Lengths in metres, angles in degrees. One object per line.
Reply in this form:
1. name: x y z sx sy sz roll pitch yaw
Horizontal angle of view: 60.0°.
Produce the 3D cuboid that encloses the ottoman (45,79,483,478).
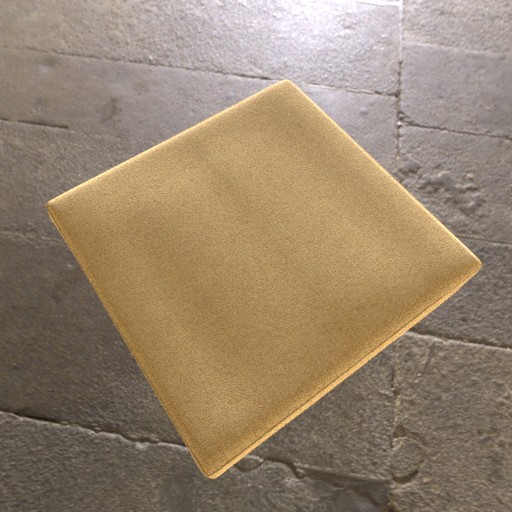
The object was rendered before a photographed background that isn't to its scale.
1. ottoman: 0.000 0.000 1.485 0.981 0.378 0.970 -32 67 -15
